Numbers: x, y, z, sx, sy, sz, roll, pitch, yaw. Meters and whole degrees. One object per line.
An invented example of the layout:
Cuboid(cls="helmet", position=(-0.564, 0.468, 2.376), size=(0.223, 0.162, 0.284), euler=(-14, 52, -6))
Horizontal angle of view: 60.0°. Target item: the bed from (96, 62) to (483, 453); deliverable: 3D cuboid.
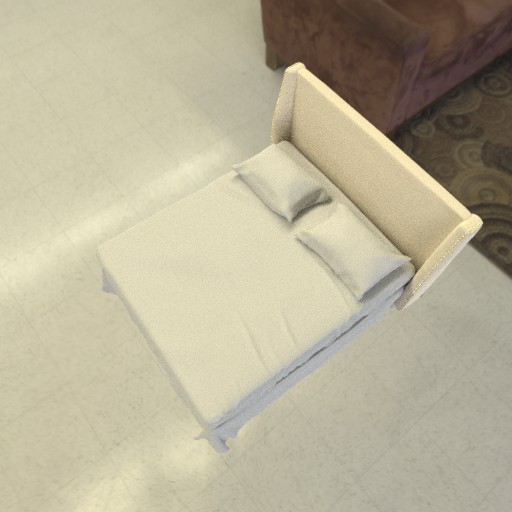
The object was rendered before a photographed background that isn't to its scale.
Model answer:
Cuboid(cls="bed", position=(0.000, 0.000, 3.460), size=(2.276, 1.332, 1.925), euler=(-33, 67, -16))
